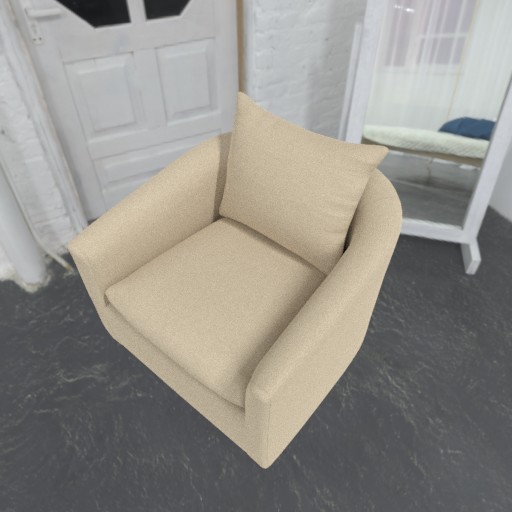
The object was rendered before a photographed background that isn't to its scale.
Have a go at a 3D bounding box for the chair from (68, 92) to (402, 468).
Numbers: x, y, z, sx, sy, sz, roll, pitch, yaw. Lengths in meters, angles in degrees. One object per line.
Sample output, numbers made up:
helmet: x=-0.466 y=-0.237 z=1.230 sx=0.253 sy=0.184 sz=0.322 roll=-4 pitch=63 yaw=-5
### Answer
chair: x=0.000 y=0.000 z=1.568 sx=0.845 sy=0.848 sz=0.910 roll=31 pitch=54 yaw=26
